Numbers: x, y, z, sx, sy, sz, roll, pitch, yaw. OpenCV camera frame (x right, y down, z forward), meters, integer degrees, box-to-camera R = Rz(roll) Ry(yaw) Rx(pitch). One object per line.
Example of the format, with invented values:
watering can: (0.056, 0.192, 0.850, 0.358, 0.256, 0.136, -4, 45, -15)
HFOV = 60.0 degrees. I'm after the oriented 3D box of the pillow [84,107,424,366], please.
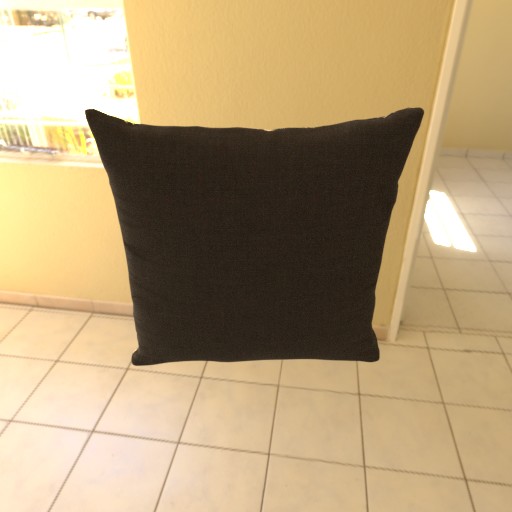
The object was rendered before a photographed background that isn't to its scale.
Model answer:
pillow: (0.000, 0.000, 0.667, 0.432, 0.432, 0.139, -1, 31, -1)
